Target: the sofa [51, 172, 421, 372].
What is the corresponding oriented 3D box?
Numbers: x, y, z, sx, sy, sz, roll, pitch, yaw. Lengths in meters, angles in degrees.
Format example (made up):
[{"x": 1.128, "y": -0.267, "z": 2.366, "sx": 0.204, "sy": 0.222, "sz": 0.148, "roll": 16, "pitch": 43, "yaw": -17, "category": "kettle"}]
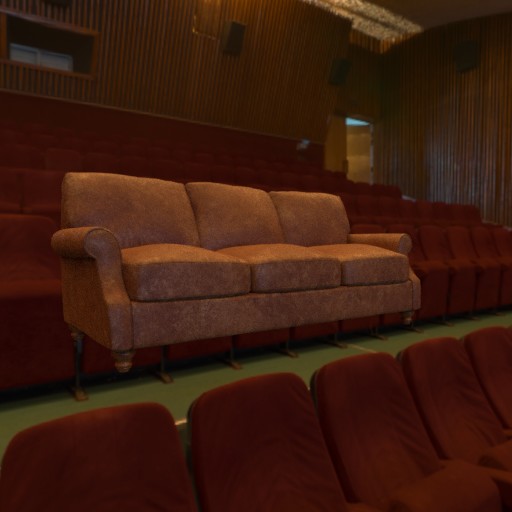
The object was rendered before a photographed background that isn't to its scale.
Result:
[{"x": 0.000, "y": 0.000, "z": 2.864, "sx": 2.351, "sy": 0.977, "sz": 0.973, "roll": -1, "pitch": 2, "yaw": -35, "category": "sofa"}]
